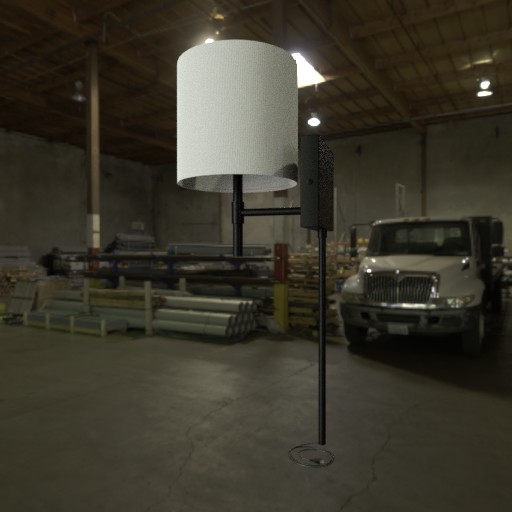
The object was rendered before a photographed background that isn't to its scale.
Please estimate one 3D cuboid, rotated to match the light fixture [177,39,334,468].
[{"bbox_3d":[0.000,0.000,0.688,0.248,0.589,0.188,0,0,19],"label":"light fixture"}]
